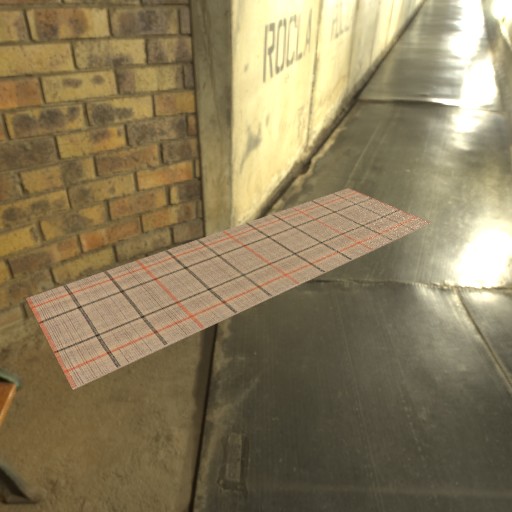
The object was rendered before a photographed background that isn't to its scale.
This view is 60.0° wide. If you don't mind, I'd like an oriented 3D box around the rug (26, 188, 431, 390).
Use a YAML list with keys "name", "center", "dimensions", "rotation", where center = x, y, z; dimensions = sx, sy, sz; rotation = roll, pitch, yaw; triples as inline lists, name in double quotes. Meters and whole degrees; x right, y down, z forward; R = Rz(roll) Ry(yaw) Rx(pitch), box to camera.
- name: "rug"
  center: [0.000, 0.000, 2.683]
  dimensions: [2.439, 0.008, 0.762]
  rotation: [-21, 38, -31]
